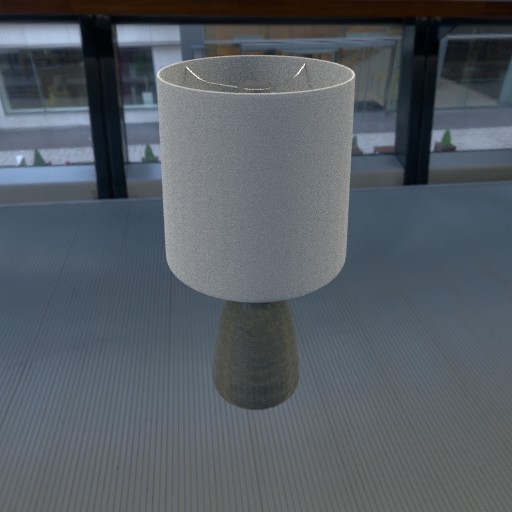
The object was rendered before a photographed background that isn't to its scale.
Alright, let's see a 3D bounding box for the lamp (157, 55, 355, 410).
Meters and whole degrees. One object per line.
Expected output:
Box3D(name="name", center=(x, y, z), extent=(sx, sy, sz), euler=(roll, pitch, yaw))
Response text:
Box3D(name="lamp", center=(0.000, 0.000, 0.472), extent=(0.186, 0.369, 0.186), euler=(0, 33, 0))
